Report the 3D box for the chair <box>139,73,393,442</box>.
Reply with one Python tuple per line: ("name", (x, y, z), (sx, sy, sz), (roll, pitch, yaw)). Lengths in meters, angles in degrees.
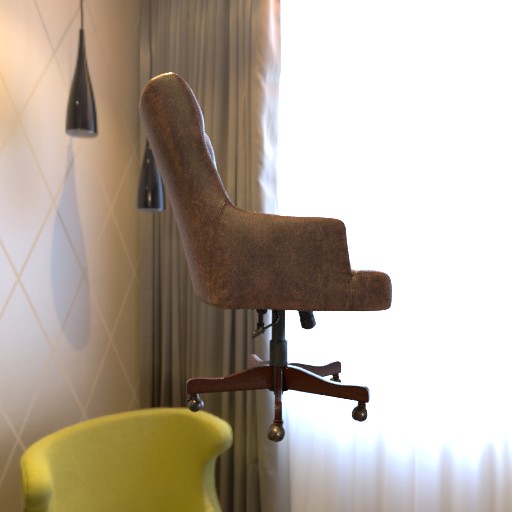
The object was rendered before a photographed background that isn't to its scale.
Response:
("chair", (0.000, 0.000, 1.528), (0.762, 1.035, 0.641), (0, 0, -1))
